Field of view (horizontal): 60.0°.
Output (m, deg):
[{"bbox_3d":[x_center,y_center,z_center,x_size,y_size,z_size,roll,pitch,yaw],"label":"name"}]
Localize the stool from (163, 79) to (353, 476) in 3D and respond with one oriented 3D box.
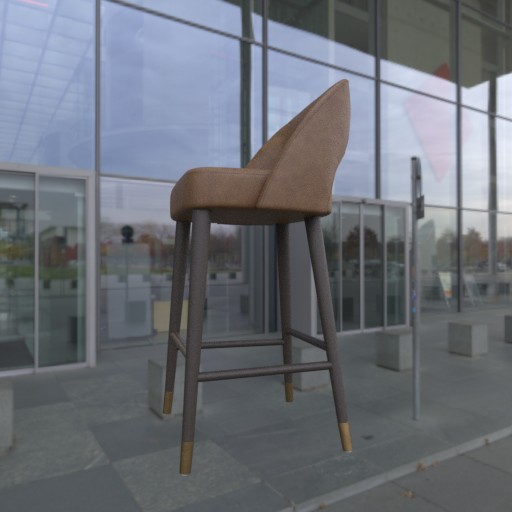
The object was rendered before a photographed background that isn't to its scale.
[{"bbox_3d":[0.000,0.000,1.329,0.509,1.037,0.494,0,-1,-17],"label":"stool"}]
